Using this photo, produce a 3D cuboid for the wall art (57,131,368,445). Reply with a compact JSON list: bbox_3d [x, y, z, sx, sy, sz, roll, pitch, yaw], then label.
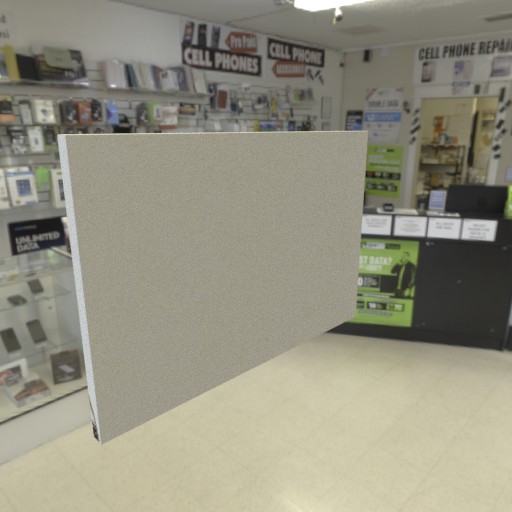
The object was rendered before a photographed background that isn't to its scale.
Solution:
[{"bbox_3d":[0.000,0.000,1.117,0.898,0.601,0.038,-15,22,-42],"label":"wall art"}]
